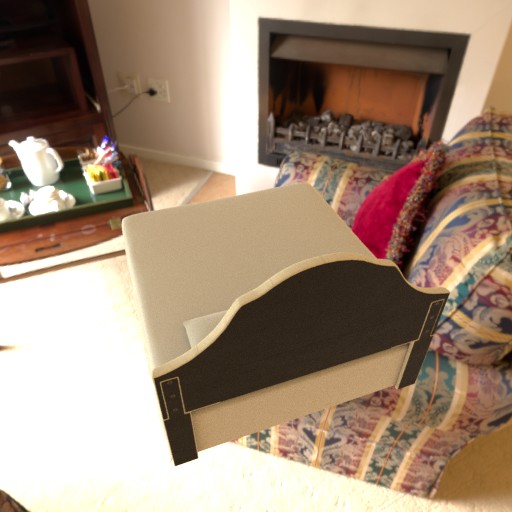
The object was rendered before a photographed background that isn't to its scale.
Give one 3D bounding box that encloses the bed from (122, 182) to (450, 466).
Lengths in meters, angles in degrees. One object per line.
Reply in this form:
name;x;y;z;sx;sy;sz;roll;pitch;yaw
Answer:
bed;0.000;0.000;3.517;2.012;1.555;2.086;-13;42;-15
